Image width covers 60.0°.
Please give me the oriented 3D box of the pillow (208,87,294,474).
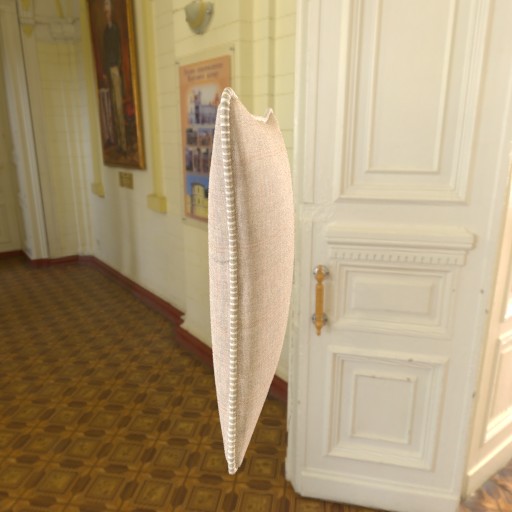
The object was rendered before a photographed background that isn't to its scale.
[{"bbox_3d":[0.000,0.000,0.744,0.124,0.494,0.485,2,16,8],"label":"pillow"}]
